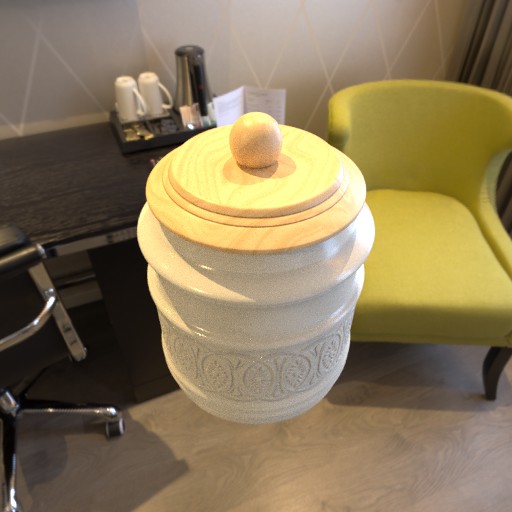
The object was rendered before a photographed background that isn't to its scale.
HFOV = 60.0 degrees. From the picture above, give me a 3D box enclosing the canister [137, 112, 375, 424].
[{"bbox_3d":[0.000,0.000,0.266,0.130,0.176,0.130,0,42,0],"label":"canister"}]
